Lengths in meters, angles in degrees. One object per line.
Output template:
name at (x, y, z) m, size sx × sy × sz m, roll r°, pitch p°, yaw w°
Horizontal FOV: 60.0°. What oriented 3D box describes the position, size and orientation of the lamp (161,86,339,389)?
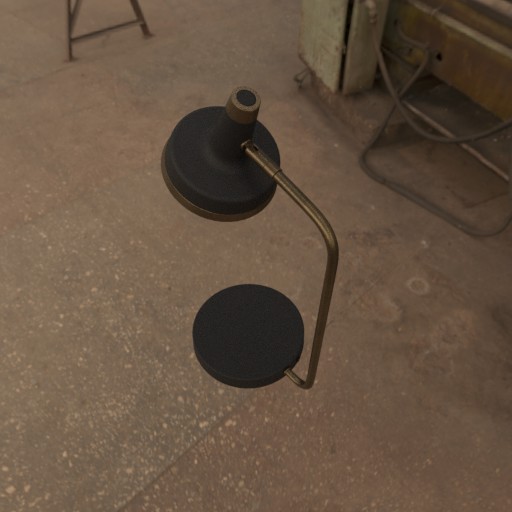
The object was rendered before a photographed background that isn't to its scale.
lamp at (0.000, 0.000, 0.496) m, size 0.162 × 0.385 × 0.218 m, roll -33°, pitch 56°, yaw -26°
